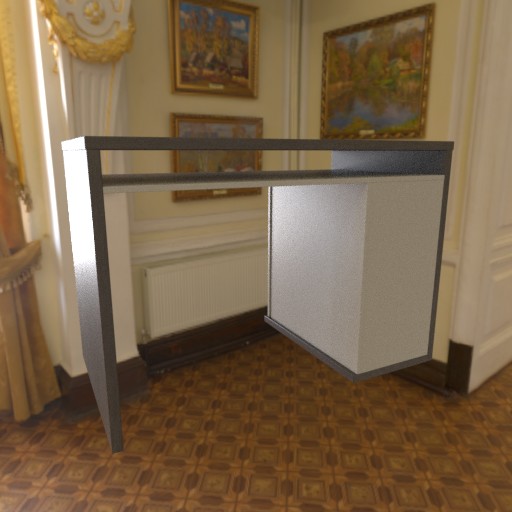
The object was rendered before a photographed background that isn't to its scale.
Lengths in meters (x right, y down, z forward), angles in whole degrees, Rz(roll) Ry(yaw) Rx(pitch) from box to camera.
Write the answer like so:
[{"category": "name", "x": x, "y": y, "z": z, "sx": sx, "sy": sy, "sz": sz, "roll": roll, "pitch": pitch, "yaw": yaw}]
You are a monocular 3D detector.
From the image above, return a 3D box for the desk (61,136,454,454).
[{"category": "desk", "x": 0.000, "y": 0.000, "z": 1.498, "sx": 1.100, "sy": 0.750, "sz": 0.600, "roll": -7, "pitch": 15, "yaw": -26}]
